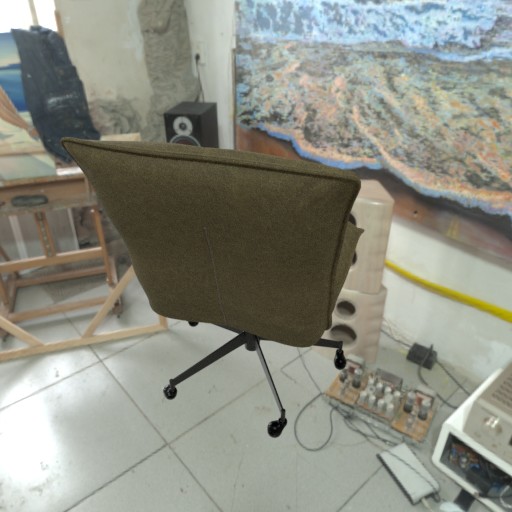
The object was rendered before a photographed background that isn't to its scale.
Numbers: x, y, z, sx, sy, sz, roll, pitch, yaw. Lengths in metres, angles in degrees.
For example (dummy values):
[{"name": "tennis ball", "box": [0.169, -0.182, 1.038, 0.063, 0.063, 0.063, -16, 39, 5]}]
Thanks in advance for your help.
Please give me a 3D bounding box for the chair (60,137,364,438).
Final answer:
[{"name": "chair", "box": [0.000, 0.000, 1.271, 0.597, 0.811, 0.696, 10, 33, 17]}]
